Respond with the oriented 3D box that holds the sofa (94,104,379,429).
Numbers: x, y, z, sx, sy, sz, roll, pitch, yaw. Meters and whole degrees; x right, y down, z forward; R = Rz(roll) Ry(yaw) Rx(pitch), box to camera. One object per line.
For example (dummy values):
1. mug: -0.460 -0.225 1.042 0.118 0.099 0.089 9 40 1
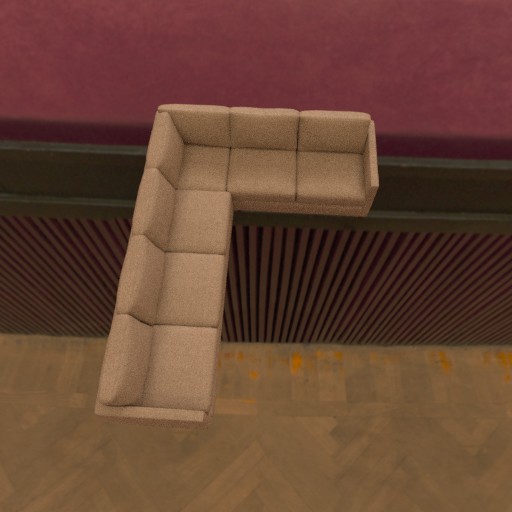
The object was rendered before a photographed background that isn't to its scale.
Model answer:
1. sofa: 0.000 0.000 4.519 2.522 0.934 3.333 3 64 1
